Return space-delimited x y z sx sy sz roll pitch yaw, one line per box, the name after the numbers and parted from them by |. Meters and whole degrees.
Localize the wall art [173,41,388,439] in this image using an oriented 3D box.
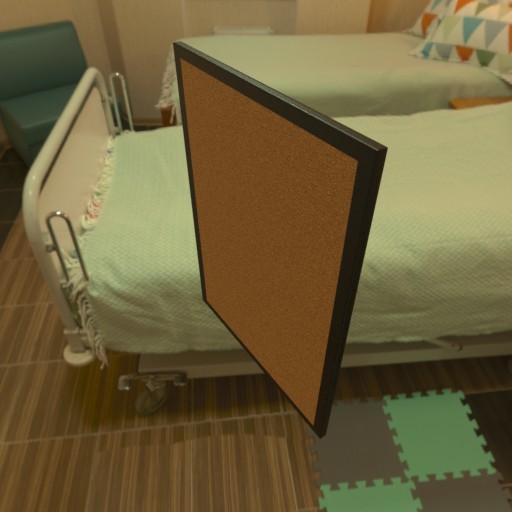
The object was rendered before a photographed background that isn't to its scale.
0.000 0.000 0.849 0.016 0.657 0.480 -25 47 -26 | wall art
